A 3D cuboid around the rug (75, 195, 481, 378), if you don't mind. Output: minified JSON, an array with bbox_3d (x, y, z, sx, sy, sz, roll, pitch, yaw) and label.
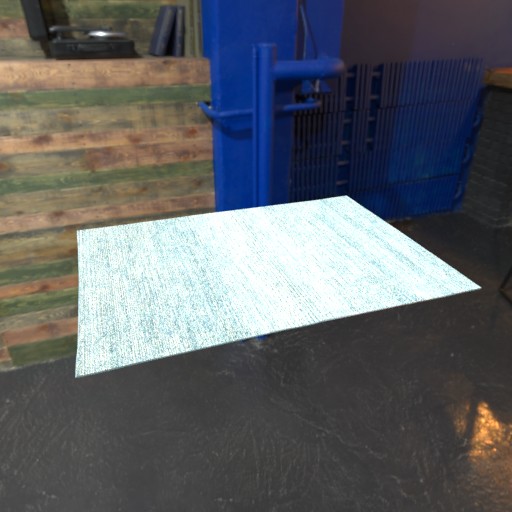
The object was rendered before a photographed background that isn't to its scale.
[{"bbox_3d":[0.000,0.000,2.941,2.260,0.026,1.611,-9,30,-16],"label":"rug"}]
